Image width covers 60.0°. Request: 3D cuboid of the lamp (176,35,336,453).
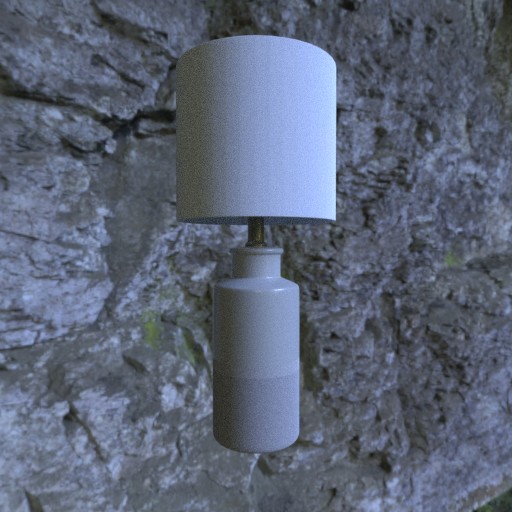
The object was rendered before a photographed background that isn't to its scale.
[{"bbox_3d":[0.000,0.000,0.601,0.212,0.493,0.212,-1,2,-36],"label":"lamp"}]
